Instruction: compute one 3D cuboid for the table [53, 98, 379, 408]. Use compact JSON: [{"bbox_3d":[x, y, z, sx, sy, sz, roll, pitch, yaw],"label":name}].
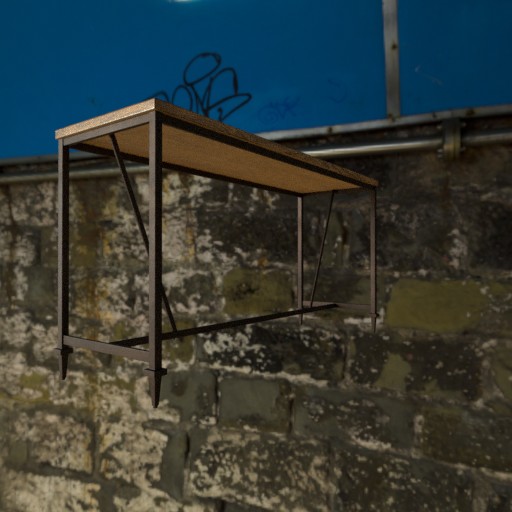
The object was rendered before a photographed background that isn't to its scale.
[{"bbox_3d":[0.000,0.000,2.113,0.551,0.902,1.700,0,0,37],"label":"table"}]
